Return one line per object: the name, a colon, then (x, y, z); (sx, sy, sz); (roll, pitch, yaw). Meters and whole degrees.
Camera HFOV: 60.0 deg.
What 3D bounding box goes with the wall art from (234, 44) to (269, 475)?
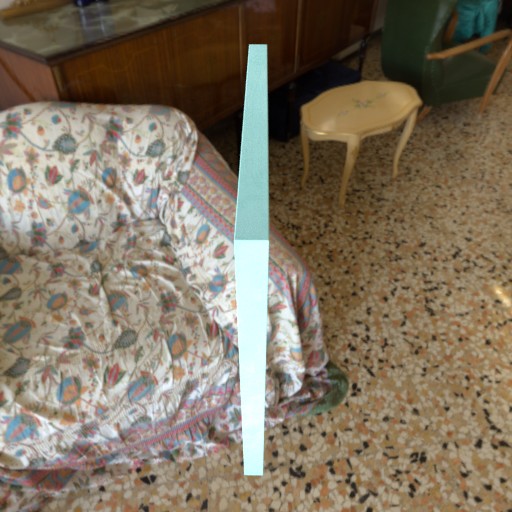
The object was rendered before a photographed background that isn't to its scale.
wall art: (0.000, 0.000, 0.876); (0.036, 0.603, 0.603); (1, 43, 1)
